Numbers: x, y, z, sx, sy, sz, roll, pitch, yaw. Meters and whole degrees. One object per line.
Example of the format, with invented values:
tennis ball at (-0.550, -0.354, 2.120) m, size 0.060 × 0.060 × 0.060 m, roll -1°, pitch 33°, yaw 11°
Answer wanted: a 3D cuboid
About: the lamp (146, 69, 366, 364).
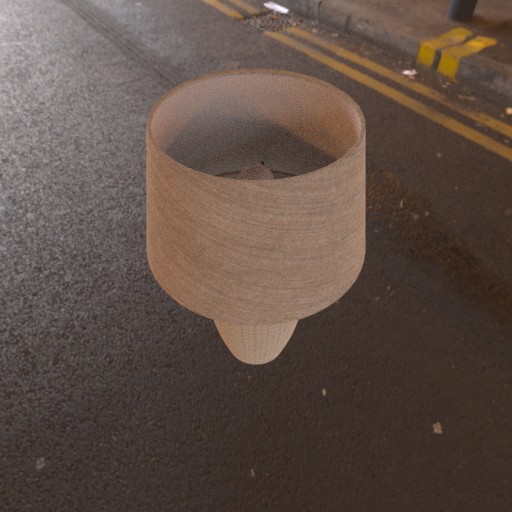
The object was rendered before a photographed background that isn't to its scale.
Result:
lamp at (0.000, 0.000, 0.840) m, size 0.390 × 0.580 × 0.390 m, roll 0°, pitch 47°, yaw 0°
